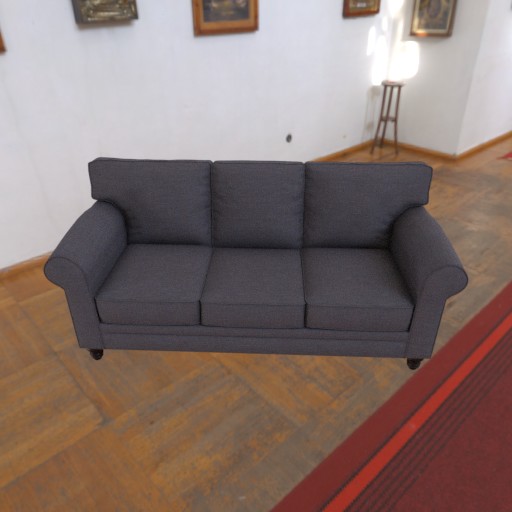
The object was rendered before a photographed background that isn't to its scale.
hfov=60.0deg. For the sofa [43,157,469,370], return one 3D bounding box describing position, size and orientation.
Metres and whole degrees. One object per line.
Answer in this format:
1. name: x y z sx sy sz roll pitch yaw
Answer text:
1. sofa: 0.000 0.000 2.587 2.084 0.966 0.909 1 30 2
